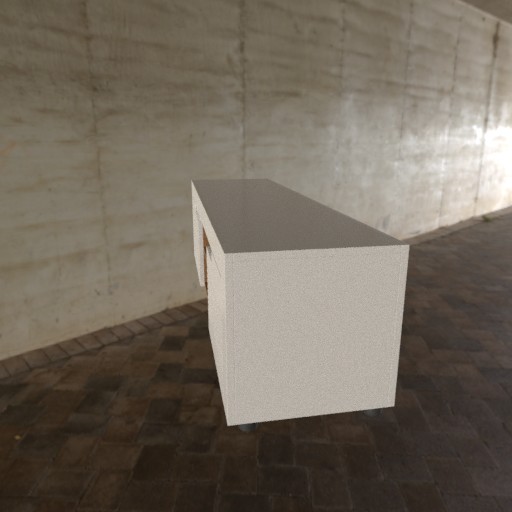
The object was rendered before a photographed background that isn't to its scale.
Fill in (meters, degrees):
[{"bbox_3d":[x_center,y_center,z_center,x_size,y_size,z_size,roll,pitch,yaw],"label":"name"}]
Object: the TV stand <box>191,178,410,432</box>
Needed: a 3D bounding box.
[{"bbox_3d":[0.000,0.000,1.709,0.410,0.440,1.500,-3,16,-10],"label":"TV stand"}]
